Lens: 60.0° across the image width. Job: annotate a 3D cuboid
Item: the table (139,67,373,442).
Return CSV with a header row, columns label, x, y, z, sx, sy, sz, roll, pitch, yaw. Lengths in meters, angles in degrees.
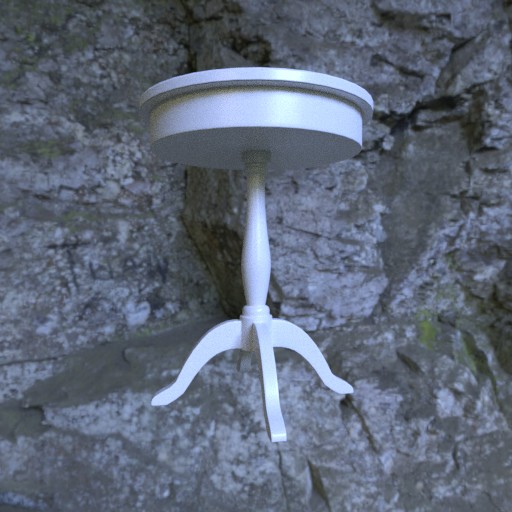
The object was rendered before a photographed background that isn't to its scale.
label,x,y,z,sx,sy,sz,roll,pitch,yaw
table,0.000,0.000,1.012,0.513,0.653,0.513,0,2,0
